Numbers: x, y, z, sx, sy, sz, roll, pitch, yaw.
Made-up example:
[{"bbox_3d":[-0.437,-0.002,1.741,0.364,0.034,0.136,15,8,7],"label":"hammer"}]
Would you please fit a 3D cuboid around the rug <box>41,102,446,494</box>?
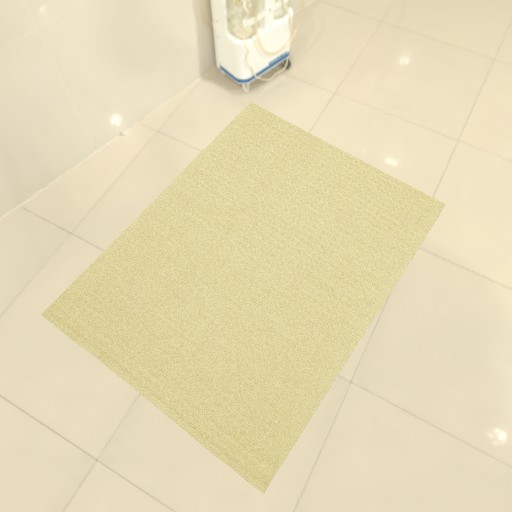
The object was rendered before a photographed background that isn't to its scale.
[{"bbox_3d":[0.000,0.000,4.236,2.452,0.016,3.204,33,68,15],"label":"rug"}]
